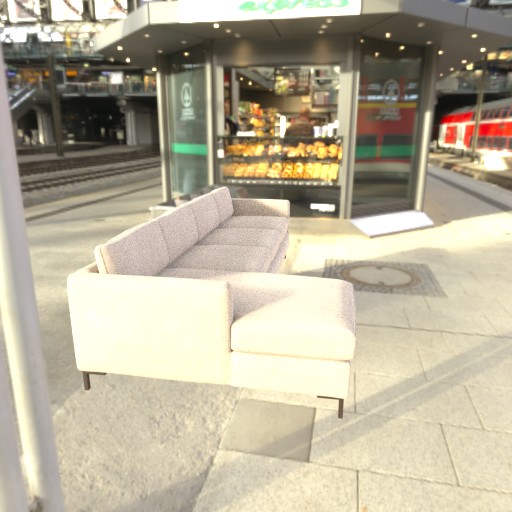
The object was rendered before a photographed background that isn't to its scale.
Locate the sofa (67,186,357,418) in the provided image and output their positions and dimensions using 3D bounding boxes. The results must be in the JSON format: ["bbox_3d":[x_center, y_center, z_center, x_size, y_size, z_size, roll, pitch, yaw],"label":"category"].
[{"bbox_3d":[0.000,0.000,3.540,1.469,0.816,2.923,3,16,10],"label":"sofa"}]
